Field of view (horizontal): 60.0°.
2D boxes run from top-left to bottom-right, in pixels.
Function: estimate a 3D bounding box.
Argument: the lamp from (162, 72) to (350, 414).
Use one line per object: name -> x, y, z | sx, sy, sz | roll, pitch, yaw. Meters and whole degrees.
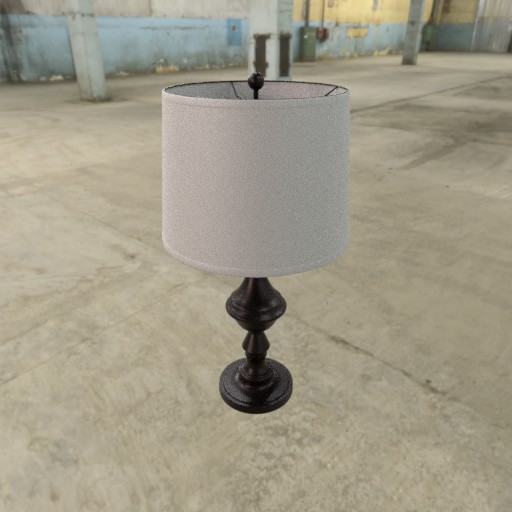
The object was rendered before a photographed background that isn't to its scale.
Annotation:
lamp -> 0.000, 0.000, 0.946 | 0.383, 0.726, 0.383 | 0, 26, 0
